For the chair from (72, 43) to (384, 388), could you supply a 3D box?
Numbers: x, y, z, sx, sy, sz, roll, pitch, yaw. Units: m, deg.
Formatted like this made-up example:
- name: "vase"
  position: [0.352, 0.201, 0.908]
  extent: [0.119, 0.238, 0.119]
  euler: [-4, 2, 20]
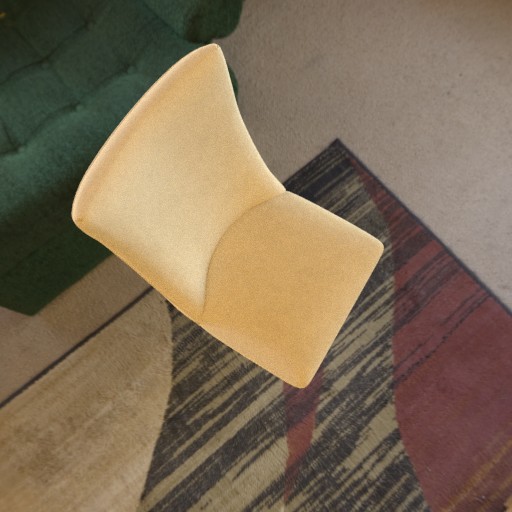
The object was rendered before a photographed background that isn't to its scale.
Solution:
- name: "chair"
  position: [0.000, 0.000, 1.248]
  extent: [0.610, 0.902, 0.495]
  euler: [31, 75, 9]
